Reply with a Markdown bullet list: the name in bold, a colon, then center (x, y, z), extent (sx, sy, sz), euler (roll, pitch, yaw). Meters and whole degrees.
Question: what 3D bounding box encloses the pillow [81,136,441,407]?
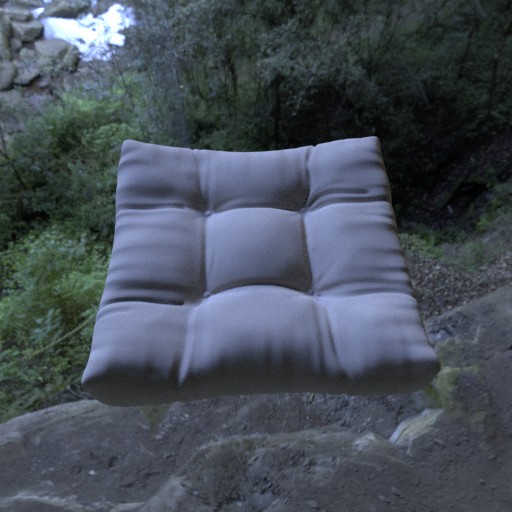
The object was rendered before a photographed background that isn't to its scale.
- **pillow**: center (0.000, 0.000, 0.737), extent (0.490, 0.128, 0.468), euler (-2, 59, -1)
